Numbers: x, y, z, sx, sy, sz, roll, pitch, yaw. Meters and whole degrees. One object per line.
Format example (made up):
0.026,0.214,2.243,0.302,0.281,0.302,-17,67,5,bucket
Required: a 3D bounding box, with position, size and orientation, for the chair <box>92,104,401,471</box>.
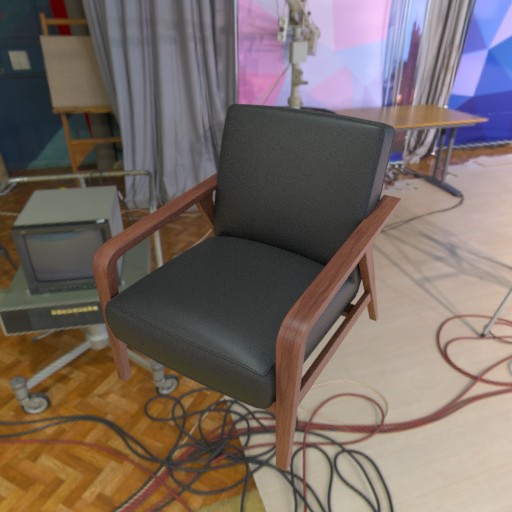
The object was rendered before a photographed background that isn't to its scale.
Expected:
0.000,0.000,1.514,0.719,0.861,0.889,18,35,27,chair
